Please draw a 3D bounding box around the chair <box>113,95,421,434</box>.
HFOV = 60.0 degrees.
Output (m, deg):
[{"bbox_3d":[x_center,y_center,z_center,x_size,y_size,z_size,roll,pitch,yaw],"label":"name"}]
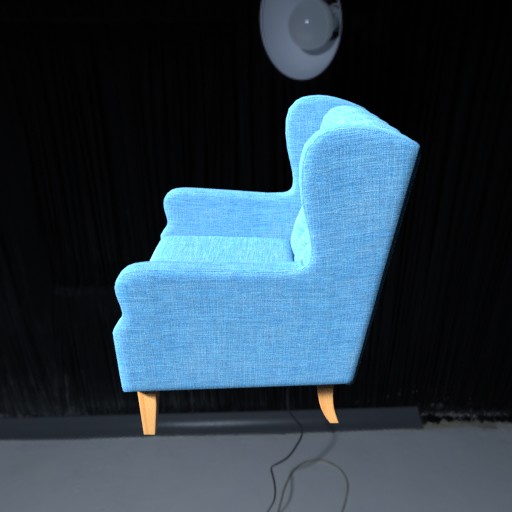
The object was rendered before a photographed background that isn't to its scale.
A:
[{"bbox_3d":[0.000,0.000,1.482,0.775,0.952,0.711,0,26,0],"label":"chair"}]
